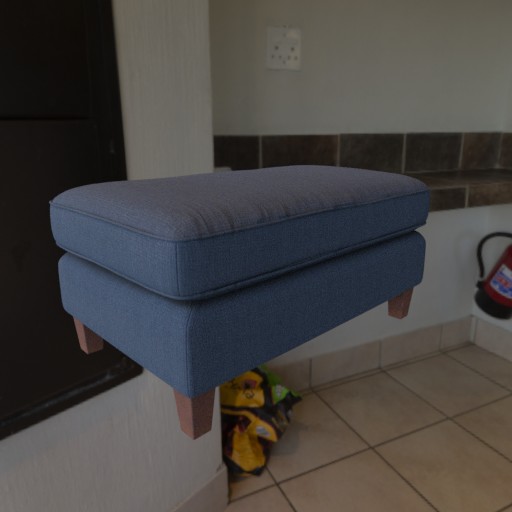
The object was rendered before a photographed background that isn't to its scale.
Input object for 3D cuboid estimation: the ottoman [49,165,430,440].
[{"bbox_3d":[0.000,0.000,1.190,0.885,0.438,0.570,-15,22,-42],"label":"ottoman"}]
